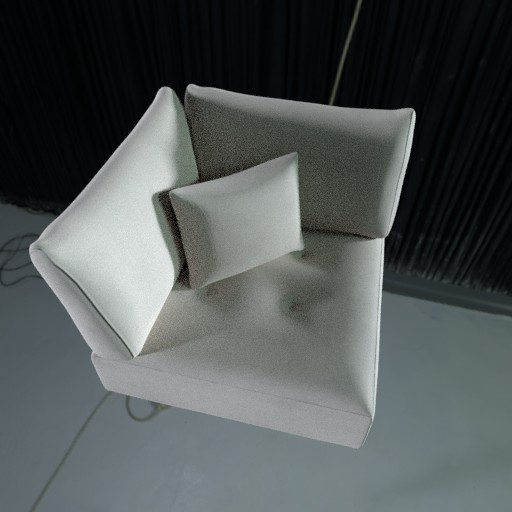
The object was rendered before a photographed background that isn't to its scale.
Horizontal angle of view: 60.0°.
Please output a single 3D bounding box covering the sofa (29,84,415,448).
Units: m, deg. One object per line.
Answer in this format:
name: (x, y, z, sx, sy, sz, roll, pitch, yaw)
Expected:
sofa: (0.000, 0.000, 1.654, 1.000, 0.820, 1.000, 10, 47, 9)
